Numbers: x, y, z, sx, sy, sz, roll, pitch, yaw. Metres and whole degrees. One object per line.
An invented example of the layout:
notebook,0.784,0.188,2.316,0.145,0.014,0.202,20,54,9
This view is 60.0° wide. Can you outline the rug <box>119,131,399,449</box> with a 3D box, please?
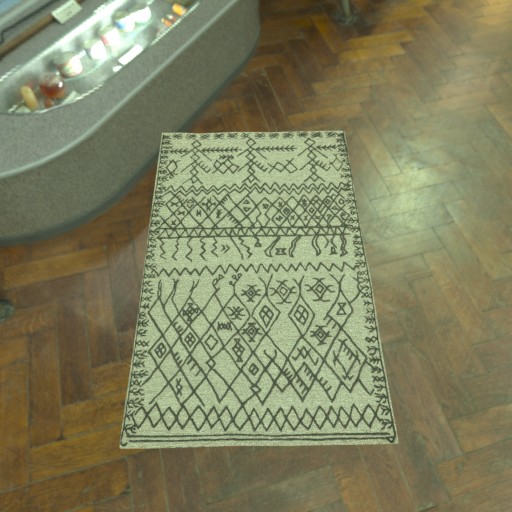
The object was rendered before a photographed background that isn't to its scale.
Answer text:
rug,0.000,0.000,4.792,2.393,0.019,3.824,-1,58,-1
